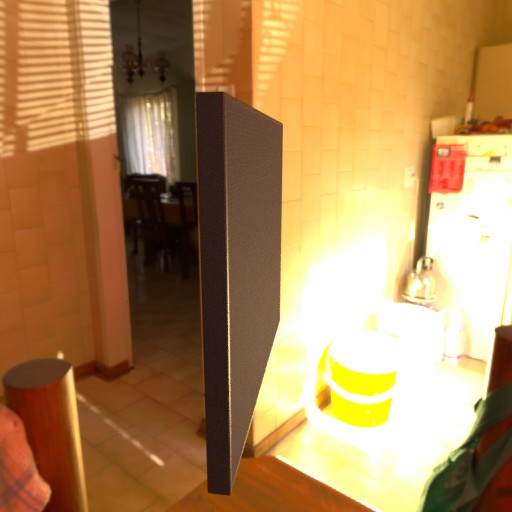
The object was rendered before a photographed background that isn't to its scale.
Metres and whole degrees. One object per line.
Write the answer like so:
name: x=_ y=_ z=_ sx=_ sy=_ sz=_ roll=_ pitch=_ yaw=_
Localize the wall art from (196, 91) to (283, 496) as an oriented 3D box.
wall art: x=0.000 y=0.000 z=0.747 sx=0.029 sy=0.458 sz=0.559 roll=2 pitch=14 yaw=9
